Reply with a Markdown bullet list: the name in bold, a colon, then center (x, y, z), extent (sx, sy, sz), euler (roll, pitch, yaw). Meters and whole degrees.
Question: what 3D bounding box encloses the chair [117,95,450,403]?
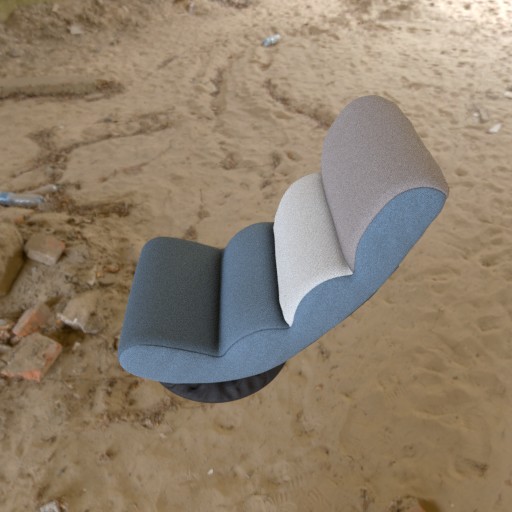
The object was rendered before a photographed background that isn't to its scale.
- **chair**: center (0.000, 0.000, 1.066), extent (0.661, 0.641, 0.420), euler (-1, 42, -2)
